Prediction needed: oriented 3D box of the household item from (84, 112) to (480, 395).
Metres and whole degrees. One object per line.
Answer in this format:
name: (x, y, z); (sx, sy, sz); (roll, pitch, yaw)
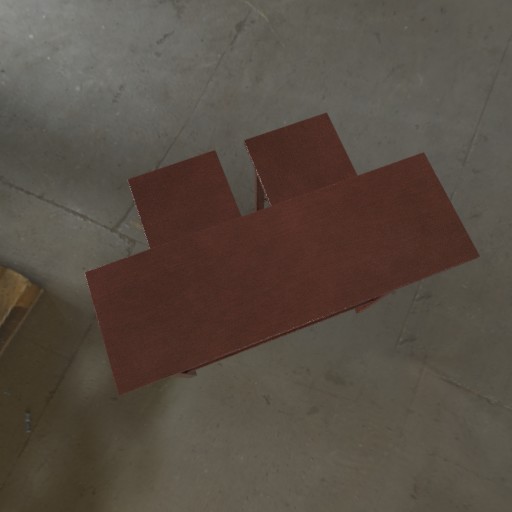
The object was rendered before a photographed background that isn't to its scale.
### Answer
household item: (0.000, 0.000, 1.636); (0.914, 1.067, 0.676); (-20, 75, -6)
